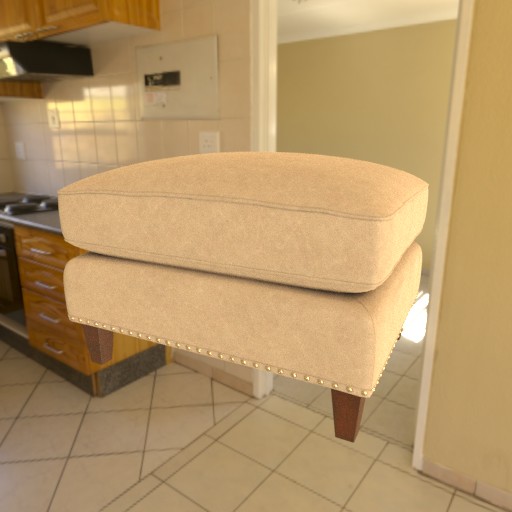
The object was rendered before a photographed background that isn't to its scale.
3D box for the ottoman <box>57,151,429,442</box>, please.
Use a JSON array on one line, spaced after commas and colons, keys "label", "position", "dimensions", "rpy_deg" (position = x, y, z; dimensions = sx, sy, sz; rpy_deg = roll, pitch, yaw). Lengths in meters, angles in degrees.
[{"label": "ottoman", "position": [0.000, 0.000, 1.124], "dimensions": [0.741, 0.513, 0.584], "rpy_deg": [8, 17, 26]}]
